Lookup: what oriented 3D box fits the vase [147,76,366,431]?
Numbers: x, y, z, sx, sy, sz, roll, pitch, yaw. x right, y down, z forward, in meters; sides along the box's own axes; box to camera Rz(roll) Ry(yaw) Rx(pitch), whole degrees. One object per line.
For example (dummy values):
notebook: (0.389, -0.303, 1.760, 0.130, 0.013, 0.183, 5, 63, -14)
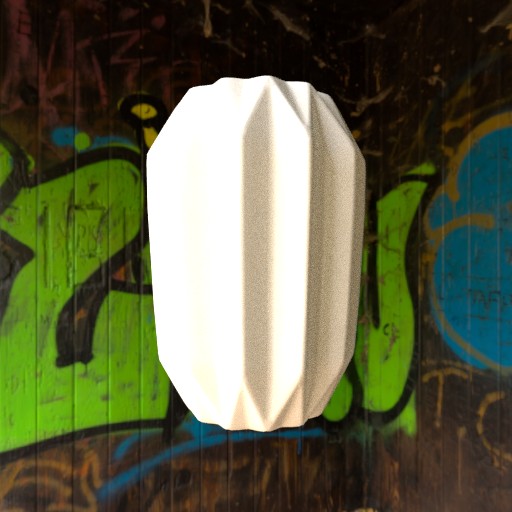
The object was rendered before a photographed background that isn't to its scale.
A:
vase: (0.000, 0.000, 0.402, 0.195, 0.275, 0.195, 0, 0, 0)
